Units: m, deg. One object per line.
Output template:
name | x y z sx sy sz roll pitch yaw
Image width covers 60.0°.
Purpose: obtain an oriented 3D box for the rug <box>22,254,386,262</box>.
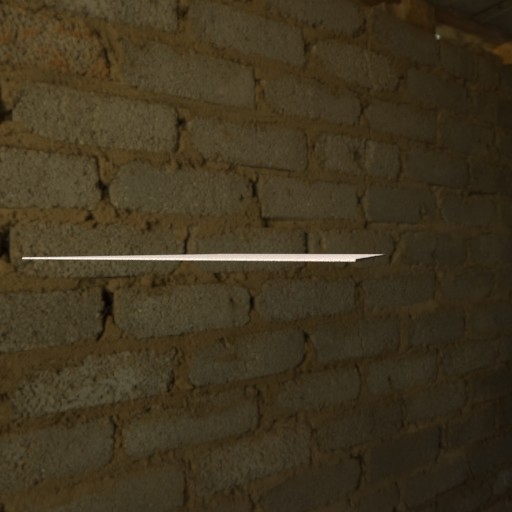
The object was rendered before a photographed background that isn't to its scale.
rug | 0.000 0.000 2.328 1.236 0.009 1.839 0 1 19
